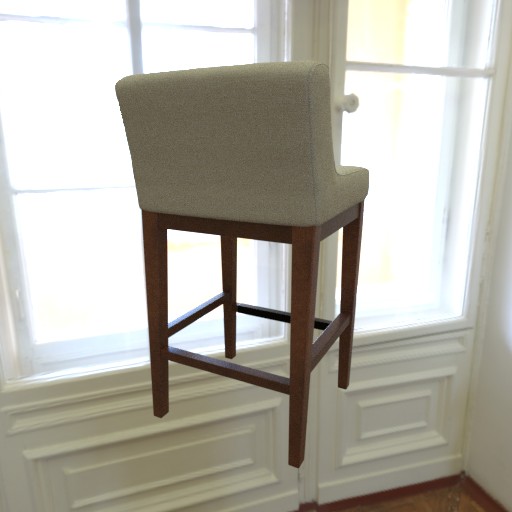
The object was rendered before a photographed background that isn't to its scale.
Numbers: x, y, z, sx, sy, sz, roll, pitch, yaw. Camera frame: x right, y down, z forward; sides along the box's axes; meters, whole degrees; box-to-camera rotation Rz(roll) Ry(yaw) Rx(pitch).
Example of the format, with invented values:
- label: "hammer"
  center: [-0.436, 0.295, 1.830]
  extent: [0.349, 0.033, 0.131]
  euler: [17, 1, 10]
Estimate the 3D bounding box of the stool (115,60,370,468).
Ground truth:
- label: "stool"
  center: [0.000, 0.000, 1.242]
  extent: [0.511, 0.937, 0.500]
  euler: [8, 17, 27]
